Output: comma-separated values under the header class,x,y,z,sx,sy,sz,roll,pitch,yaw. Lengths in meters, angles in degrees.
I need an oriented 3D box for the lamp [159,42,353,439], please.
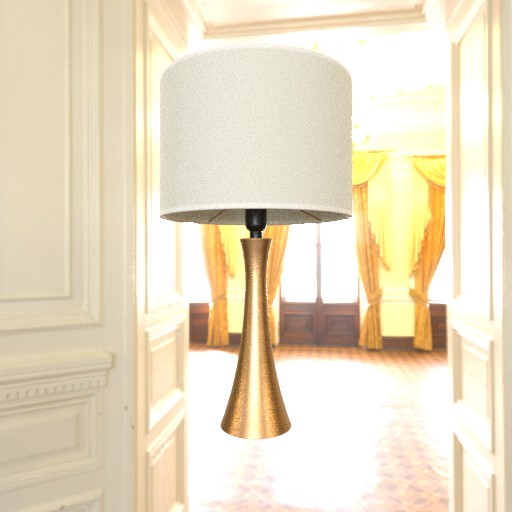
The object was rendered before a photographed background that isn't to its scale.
class,x,y,z,sx,sy,sz,roll,pitch,yaw
lamp,0.000,0.000,0.629,0.268,0.479,0.268,0,0,-37
